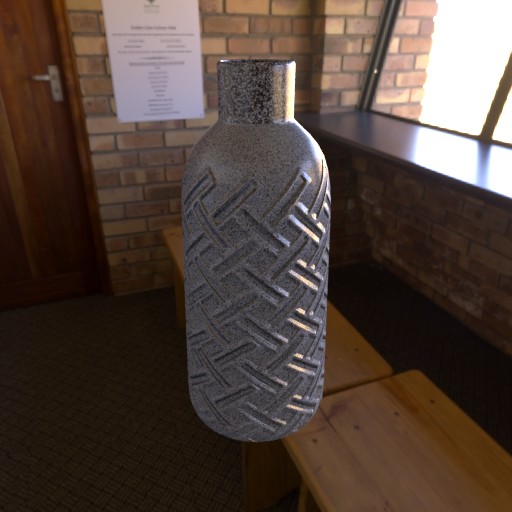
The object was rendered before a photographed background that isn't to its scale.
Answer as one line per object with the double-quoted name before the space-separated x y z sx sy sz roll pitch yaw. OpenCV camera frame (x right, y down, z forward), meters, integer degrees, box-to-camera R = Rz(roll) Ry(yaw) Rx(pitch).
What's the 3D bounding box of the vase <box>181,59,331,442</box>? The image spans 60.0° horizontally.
"vase" 0.000 0.000 0.350 0.122 0.282 0.122 0 26 0
